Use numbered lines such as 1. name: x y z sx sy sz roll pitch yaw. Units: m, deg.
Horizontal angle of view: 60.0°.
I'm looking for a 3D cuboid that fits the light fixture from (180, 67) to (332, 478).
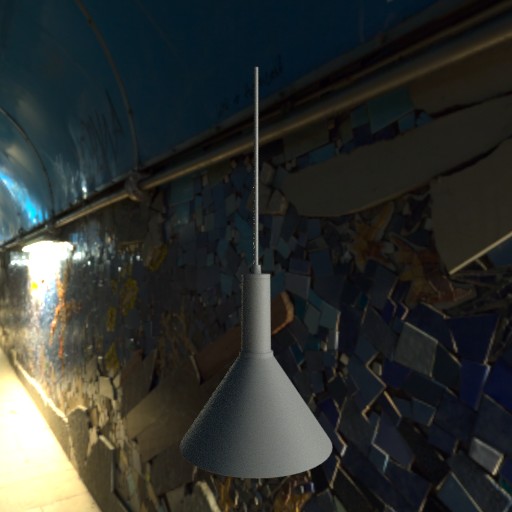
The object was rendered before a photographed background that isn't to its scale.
1. light fixture: 0.000 0.000 0.795 0.267 0.683 0.267 1 -2 -19
